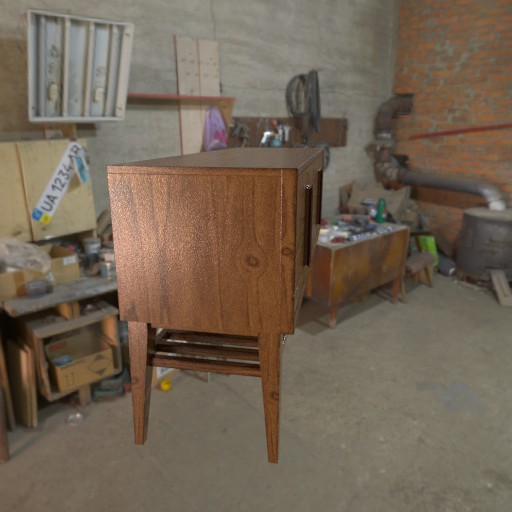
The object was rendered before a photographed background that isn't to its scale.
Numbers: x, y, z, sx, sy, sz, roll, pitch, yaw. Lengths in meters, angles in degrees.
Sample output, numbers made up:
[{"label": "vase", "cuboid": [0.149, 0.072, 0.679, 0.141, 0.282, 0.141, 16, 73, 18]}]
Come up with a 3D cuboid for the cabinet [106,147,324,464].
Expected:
[{"label": "cabinet", "cuboid": [0.000, 0.000, 1.782, 0.477, 0.802, 1.363, 3, 16, 10]}]
